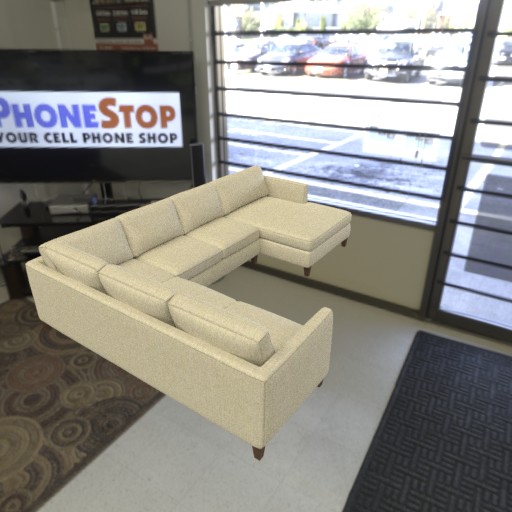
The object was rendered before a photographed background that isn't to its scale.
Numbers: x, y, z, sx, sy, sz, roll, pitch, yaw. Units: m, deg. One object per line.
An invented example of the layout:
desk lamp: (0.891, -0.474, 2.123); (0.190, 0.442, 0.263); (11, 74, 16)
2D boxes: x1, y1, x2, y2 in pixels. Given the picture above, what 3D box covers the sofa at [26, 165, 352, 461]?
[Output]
sofa: (0.000, 0.000, 4.497); (2.551, 0.889, 3.403); (18, 32, 31)
